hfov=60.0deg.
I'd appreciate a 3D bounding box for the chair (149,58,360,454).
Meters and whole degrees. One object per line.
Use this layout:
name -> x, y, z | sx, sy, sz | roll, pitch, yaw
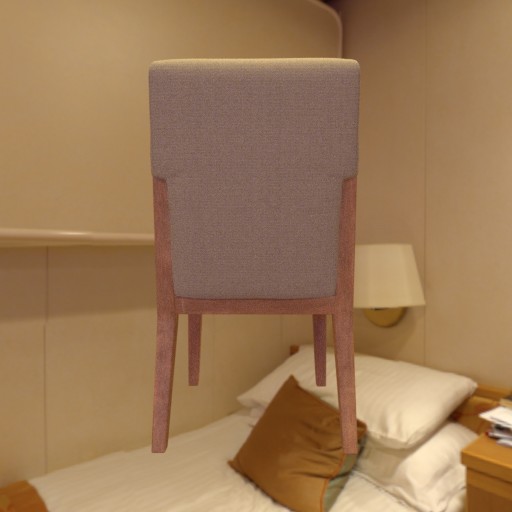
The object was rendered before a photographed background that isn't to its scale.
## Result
chair -> 0.000, 0.000, 1.285 | 0.507, 0.911, 0.586 | 0, 1, 1
